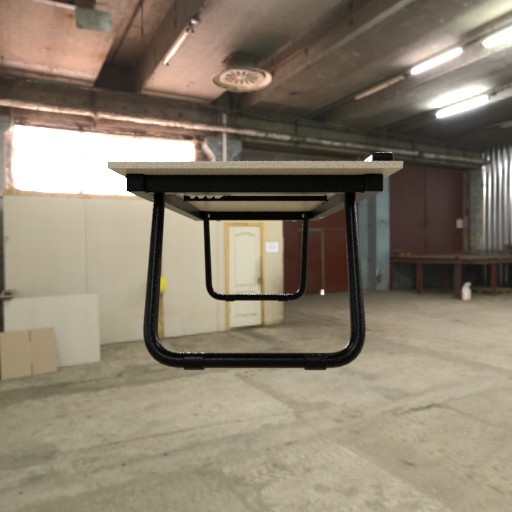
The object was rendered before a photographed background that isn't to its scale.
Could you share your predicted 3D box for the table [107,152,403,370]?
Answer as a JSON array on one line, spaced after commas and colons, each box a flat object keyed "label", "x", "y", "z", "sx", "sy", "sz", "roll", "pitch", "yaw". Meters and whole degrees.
[{"label": "table", "x": 0.000, "y": 0.000, "z": 0.805, "sx": 0.322, "sy": 0.242, "sz": 0.644, "roll": 0, "pitch": 1, "yaw": 0}]
